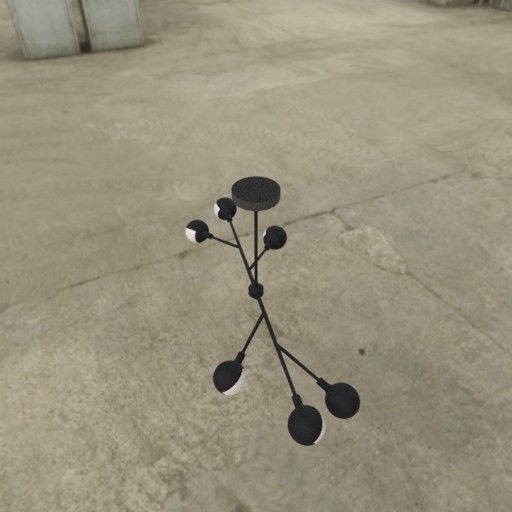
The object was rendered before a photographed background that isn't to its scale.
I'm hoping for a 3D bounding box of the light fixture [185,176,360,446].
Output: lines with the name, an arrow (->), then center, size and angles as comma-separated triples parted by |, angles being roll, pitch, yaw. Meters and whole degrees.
light fixture -> 0.000, 0.000, 1.026 | 0.434, 0.362, 0.778 | 1, 41, 1
